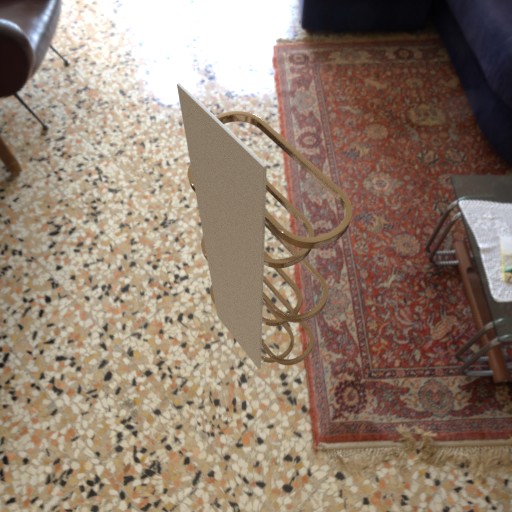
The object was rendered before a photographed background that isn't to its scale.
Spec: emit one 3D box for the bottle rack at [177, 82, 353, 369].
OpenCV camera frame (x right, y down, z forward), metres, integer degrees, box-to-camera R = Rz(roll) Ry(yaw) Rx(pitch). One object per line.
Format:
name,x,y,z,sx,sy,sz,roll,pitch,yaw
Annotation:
bottle rack,0.000,0.000,0.846,0.118,0.709,0.332,-33,63,-19
